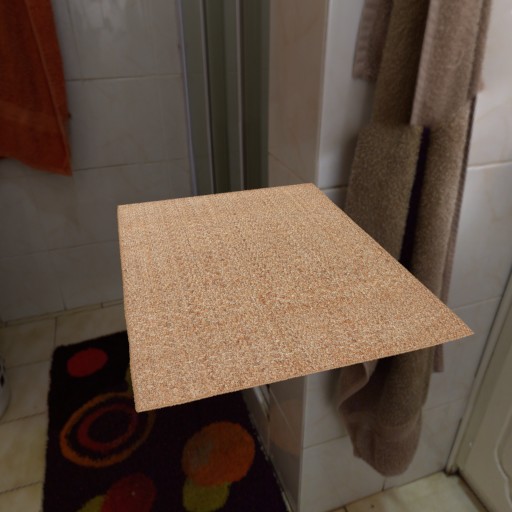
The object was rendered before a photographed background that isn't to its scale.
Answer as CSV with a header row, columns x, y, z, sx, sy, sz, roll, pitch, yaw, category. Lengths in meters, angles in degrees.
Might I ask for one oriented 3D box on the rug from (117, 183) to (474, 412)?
x,y,z,sx,sy,sz,roll,pitch,yaw,category
0.000,0.000,4.154,2.439,0.013,3.048,-9,32,-14,rug
